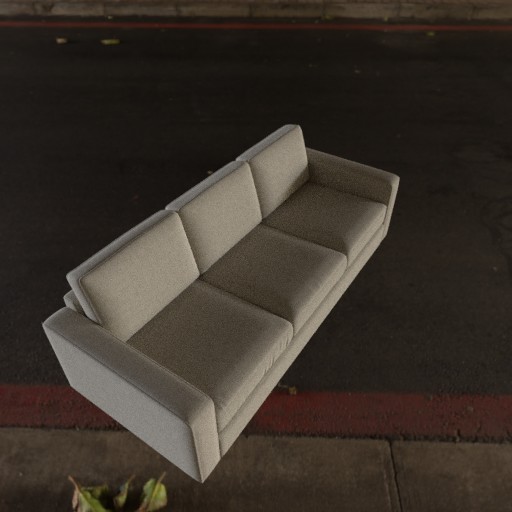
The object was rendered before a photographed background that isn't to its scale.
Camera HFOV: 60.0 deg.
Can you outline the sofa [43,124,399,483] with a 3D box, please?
[{"bbox_3d":[0.000,0.000,2.571,0.900,0.800,2.160,24,46,25],"label":"sofa"}]
